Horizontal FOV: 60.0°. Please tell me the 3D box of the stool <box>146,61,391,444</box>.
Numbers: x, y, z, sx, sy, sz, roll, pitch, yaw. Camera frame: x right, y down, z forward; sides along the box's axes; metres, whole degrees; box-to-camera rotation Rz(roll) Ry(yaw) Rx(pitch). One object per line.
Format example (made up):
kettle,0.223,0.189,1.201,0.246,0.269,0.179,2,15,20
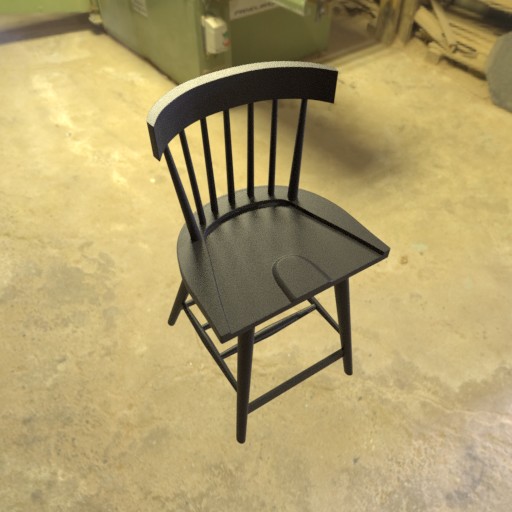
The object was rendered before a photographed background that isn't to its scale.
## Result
stool,0.000,0.000,1.264,0.494,0.953,0.549,-25,51,-21
